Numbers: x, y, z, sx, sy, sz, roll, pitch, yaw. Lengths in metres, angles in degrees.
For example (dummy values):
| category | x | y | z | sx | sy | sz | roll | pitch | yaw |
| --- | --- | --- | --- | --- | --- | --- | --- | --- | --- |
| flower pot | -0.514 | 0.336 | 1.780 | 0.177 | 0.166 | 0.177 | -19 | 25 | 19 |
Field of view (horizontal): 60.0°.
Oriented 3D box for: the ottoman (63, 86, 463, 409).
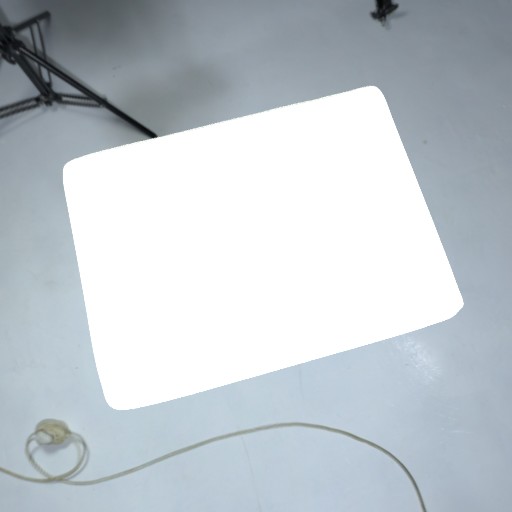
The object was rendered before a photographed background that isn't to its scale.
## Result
| category | x | y | z | sx | sy | sz | roll | pitch | yaw |
| --- | --- | --- | --- | --- | --- | --- | --- | --- | --- |
| ottoman | 0.000 | 0.000 | 1.138 | 0.773 | 0.499 | 0.569 | -15 | 76 | -4 |
